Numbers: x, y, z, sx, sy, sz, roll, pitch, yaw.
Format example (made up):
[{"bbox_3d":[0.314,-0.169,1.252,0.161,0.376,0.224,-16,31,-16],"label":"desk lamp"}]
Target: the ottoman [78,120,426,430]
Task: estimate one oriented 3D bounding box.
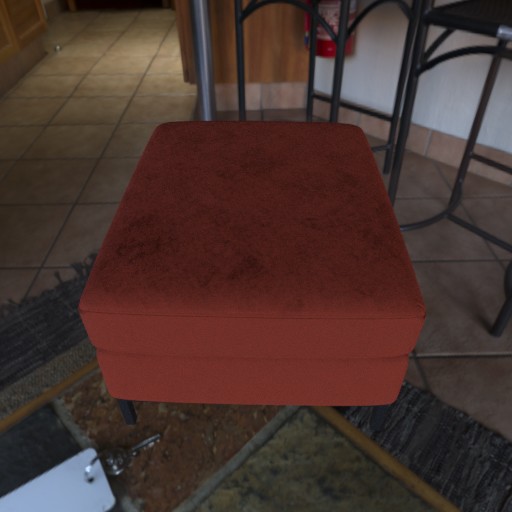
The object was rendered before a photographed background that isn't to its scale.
[{"bbox_3d":[0.000,0.000,1.194,0.650,0.462,0.782,1,41,1],"label":"ottoman"}]
